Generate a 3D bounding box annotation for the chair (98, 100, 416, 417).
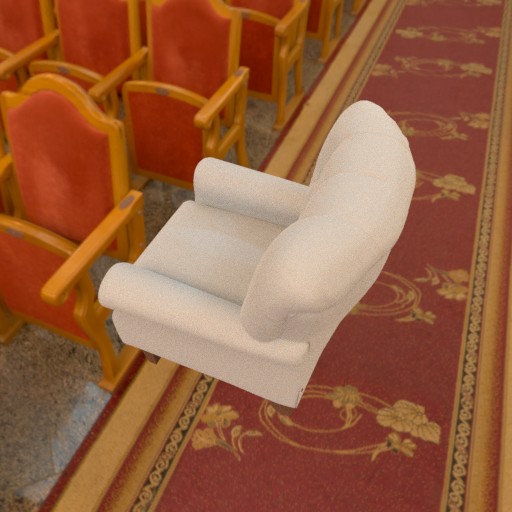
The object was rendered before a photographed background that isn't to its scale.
[{"bbox_3d":[0.000,0.000,2.014,1.128,1.217,1.090,17,50,15],"label":"chair"}]
